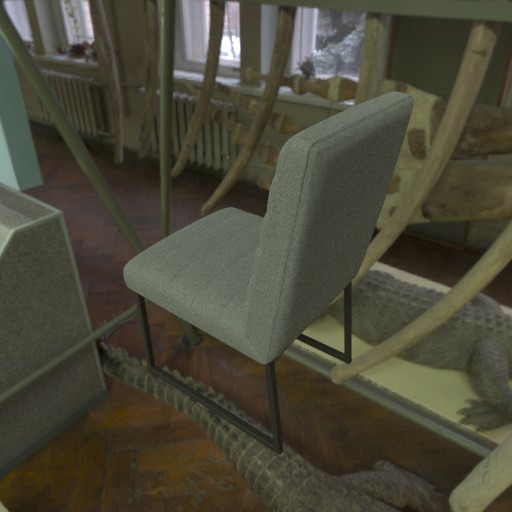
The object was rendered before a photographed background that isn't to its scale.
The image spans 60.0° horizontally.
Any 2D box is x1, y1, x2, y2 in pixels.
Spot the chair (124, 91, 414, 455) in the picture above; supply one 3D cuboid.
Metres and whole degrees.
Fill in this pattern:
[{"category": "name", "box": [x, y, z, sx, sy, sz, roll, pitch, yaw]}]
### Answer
[{"category": "chair", "box": [0.000, 0.000, 1.317, 0.634, 0.930, 0.520, 21, 37, 30]}]
